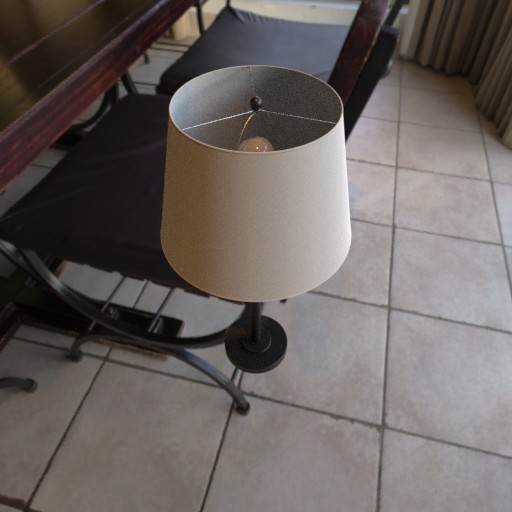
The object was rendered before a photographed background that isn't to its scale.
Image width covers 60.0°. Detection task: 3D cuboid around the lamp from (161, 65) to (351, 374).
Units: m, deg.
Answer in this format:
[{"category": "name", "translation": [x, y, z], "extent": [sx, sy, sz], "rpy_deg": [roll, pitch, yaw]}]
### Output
[{"category": "lamp", "translation": [0.000, 0.000, 0.915], "extent": [0.363, 0.696, 0.363], "rpy_deg": [0, 47, 0]}]
